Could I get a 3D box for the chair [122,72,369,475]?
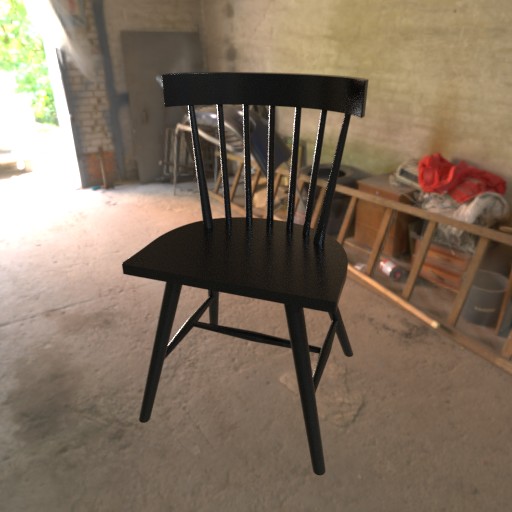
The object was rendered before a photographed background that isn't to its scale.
[{"bbox_3d":[0.000,0.000,1.124,0.506,0.844,0.483,9,28,17],"label":"chair"}]
